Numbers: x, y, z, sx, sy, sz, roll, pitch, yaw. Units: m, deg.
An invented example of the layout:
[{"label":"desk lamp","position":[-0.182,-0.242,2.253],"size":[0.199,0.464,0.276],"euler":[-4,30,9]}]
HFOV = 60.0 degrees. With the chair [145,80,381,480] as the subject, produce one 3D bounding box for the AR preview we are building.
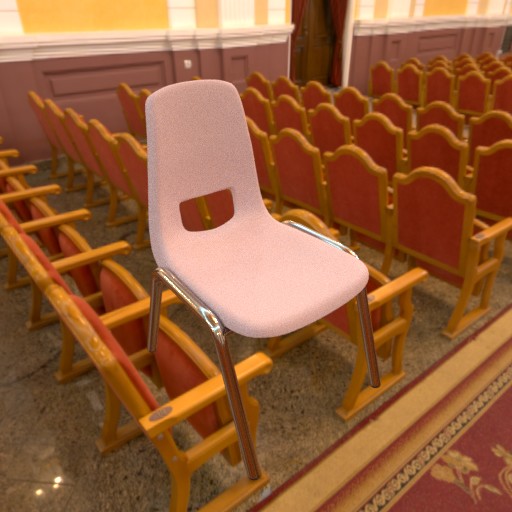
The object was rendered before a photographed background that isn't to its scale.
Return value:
[{"label":"chair","position":[0.000,0.000,0.848],"size":[0.354,0.586,0.423],"euler":[-22,37,-33]}]
